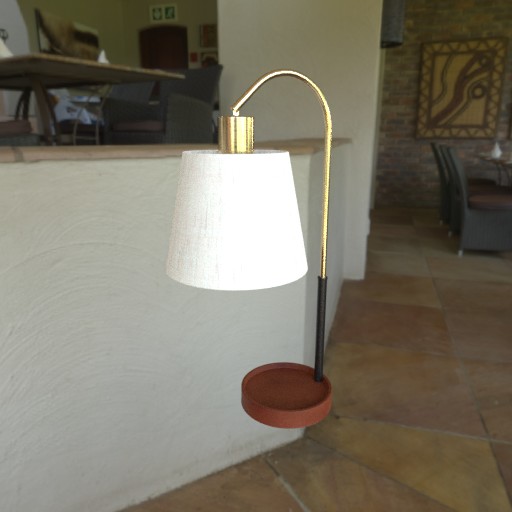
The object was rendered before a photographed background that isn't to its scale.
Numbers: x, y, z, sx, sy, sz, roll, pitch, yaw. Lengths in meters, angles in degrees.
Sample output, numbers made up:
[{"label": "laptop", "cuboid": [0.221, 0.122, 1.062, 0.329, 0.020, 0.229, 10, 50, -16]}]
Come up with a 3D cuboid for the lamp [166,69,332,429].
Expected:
[{"label": "lamp", "cuboid": [0.000, 0.000, 0.677, 0.273, 0.536, 0.211, -7, 17, -25]}]
